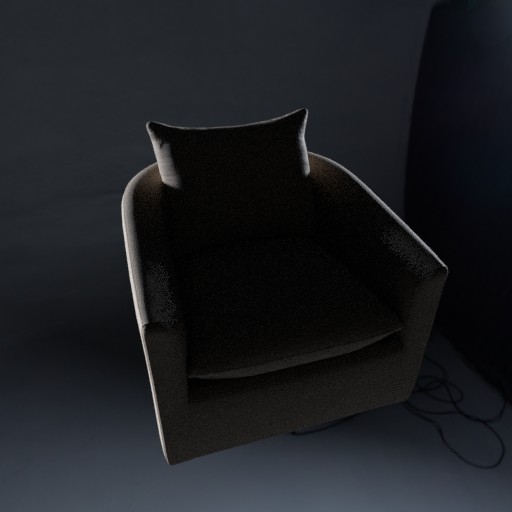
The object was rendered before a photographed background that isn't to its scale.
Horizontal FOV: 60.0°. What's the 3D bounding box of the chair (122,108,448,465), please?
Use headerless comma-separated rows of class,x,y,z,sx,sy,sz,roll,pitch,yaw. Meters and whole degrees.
chair,0.000,0.000,1.542,0.845,0.848,0.910,-9,32,-15
